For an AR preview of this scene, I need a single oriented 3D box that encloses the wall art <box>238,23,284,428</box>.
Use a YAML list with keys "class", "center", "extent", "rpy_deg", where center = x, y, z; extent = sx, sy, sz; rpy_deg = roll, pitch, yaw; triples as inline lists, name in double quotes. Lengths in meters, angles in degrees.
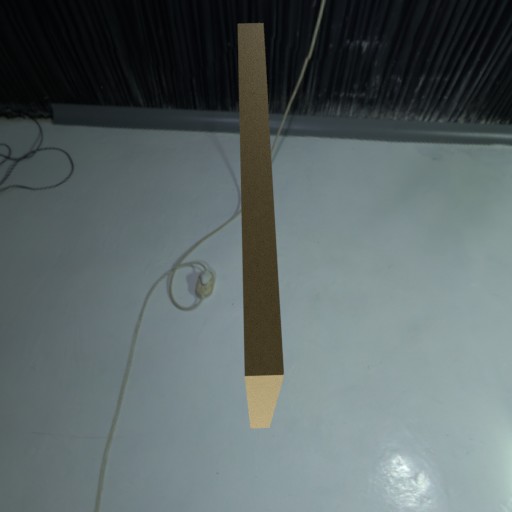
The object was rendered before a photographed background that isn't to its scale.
- class: "wall art"
  center: [0.000, 0.000, 1.928]
  extent: [0.095, 1.284, 1.284]
  rpy_deg: [-2, 64, -1]
